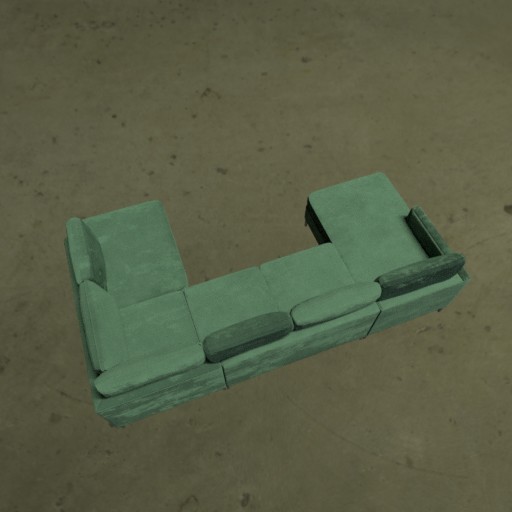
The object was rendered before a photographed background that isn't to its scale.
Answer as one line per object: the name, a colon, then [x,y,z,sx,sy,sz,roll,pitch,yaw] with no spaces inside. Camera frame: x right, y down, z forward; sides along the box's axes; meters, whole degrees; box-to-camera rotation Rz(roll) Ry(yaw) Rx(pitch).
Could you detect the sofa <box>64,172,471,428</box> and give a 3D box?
sofa: [0.000,0.000,4.384,3.434,0.992,2.055,-18,60,-11]
